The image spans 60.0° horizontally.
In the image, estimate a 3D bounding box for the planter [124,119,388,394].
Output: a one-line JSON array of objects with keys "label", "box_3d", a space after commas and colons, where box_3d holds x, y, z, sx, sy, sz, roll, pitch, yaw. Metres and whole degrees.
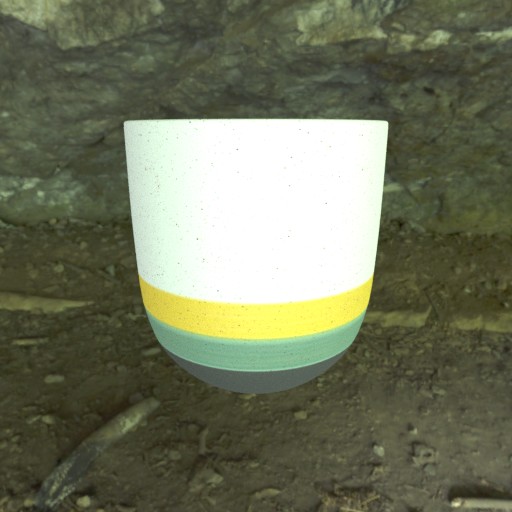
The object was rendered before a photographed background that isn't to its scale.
[{"label": "planter", "box_3d": [0.000, 0.000, 0.369, 0.195, 0.214, 0.195, 0, 16, 0]}]
